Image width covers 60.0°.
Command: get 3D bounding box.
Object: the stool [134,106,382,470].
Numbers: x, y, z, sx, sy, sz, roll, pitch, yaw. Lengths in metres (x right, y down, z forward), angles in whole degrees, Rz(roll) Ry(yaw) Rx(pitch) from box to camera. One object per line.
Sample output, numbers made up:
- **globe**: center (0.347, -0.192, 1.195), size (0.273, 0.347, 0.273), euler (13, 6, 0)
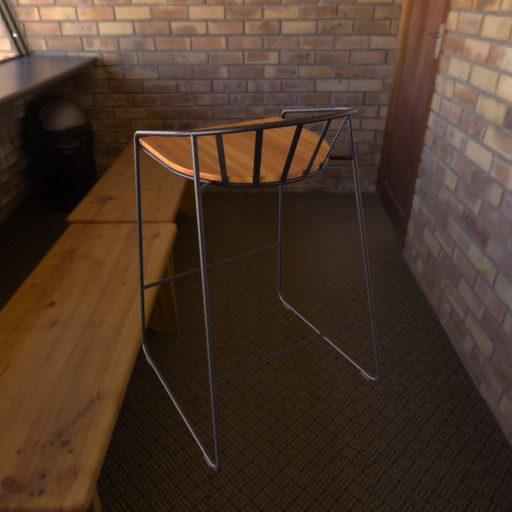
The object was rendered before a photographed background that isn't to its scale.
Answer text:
- **stool**: center (0.000, 0.000, 1.168), size (0.546, 0.812, 0.521), euler (-18, 35, -27)
